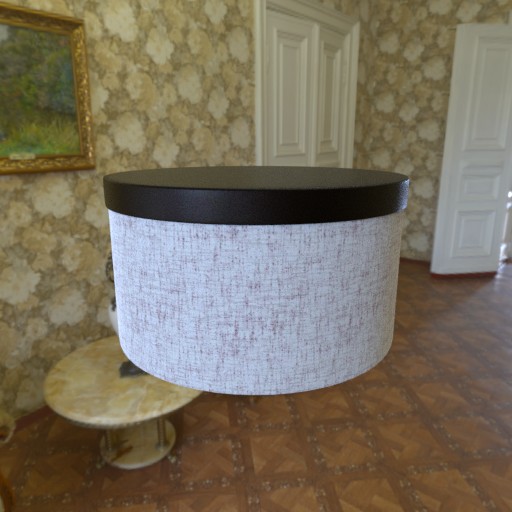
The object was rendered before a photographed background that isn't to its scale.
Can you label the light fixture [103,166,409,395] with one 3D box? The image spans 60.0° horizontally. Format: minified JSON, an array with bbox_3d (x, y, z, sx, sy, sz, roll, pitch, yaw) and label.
[{"bbox_3d":[0.000,0.000,0.622,0.389,0.229,0.389,0,14,0],"label":"light fixture"}]
